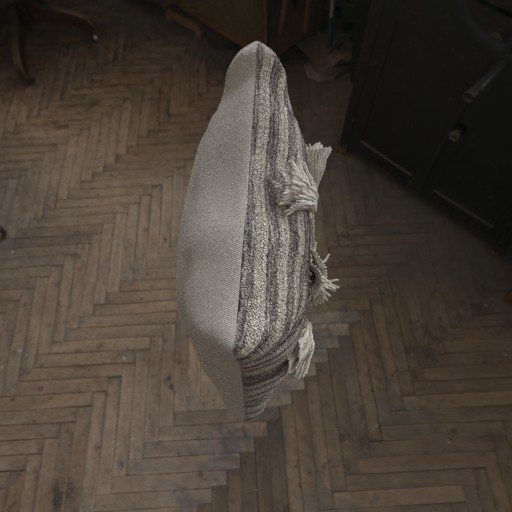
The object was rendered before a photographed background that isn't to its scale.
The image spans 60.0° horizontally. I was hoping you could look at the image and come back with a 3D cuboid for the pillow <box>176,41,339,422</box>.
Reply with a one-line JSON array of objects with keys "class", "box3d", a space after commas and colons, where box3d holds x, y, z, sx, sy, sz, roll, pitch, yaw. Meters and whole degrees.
[{"class": "pillow", "box3d": [0.000, 0.000, 0.765, 0.234, 0.490, 0.484, 3, 62, 1]}]
